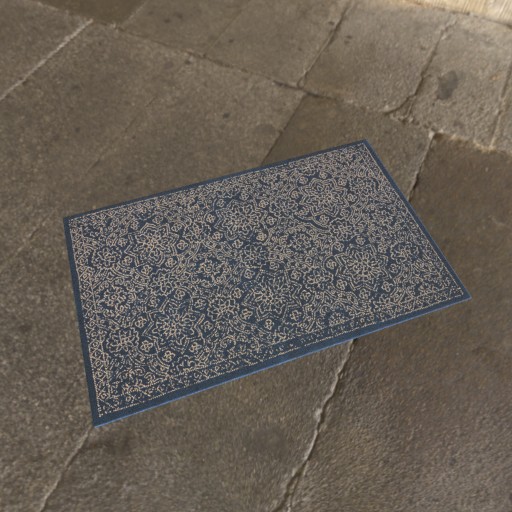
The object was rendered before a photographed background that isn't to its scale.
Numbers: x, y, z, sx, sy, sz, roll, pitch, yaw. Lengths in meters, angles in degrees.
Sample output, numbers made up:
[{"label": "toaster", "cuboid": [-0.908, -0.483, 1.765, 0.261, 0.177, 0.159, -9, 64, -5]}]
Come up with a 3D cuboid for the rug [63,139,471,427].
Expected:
[{"label": "rug", "cuboid": [0.000, 0.000, 3.048, 2.441, 0.015, 1.526, -17, 60, -10]}]
